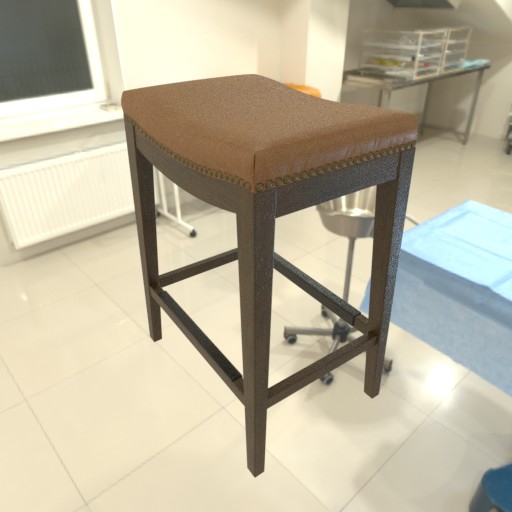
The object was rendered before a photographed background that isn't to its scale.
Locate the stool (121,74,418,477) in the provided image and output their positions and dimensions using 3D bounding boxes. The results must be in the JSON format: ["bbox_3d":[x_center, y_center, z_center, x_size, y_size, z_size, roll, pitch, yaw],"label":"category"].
[{"bbox_3d":[0.000,0.000,0.964,0.361,0.660,0.500,-20,37,-29],"label":"stool"}]
